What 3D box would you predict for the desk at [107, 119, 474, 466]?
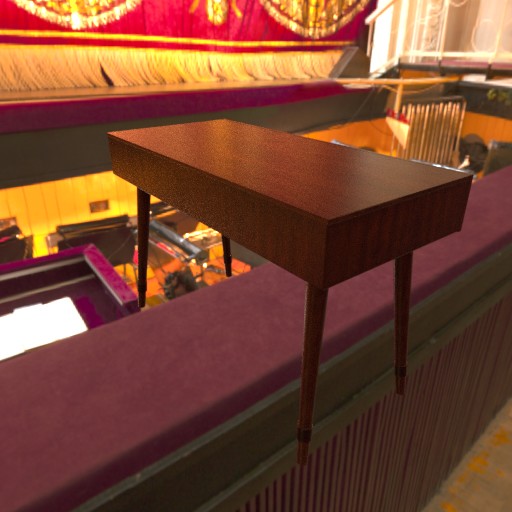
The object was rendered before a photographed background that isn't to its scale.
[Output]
[{"bbox_3d":[0.000,0.000,2.155,0.734,1.031,1.577,-19,31,-33],"label":"desk"}]
